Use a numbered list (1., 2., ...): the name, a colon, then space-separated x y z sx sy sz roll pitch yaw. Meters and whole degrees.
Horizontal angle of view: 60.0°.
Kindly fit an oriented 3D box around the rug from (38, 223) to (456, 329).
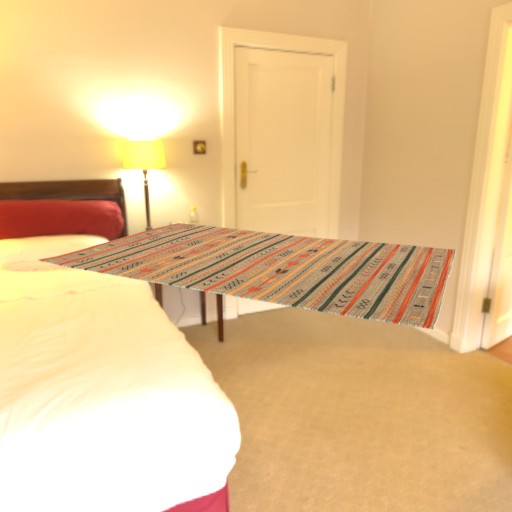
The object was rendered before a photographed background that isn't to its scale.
1. rug: 0.000 0.000 3.035 2.439 0.029 1.537 7 16 26
